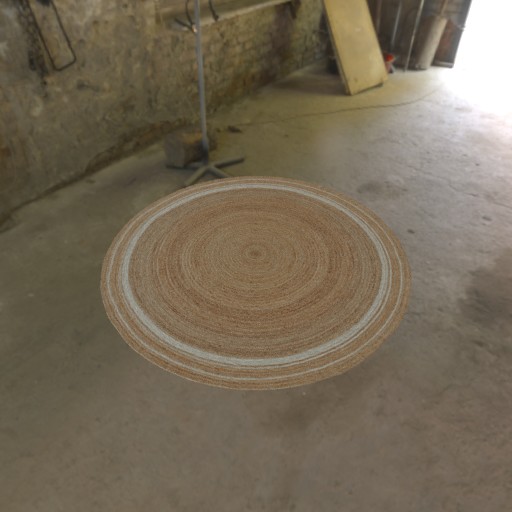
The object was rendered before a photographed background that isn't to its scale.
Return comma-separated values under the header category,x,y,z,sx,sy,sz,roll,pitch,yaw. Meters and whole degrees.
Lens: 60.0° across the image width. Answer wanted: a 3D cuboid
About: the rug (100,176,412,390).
category,x,y,z,sx,sy,sz,roll,pitch,yaw
rug,0.000,0.000,3.602,2.444,0.015,2.444,0,42,0
